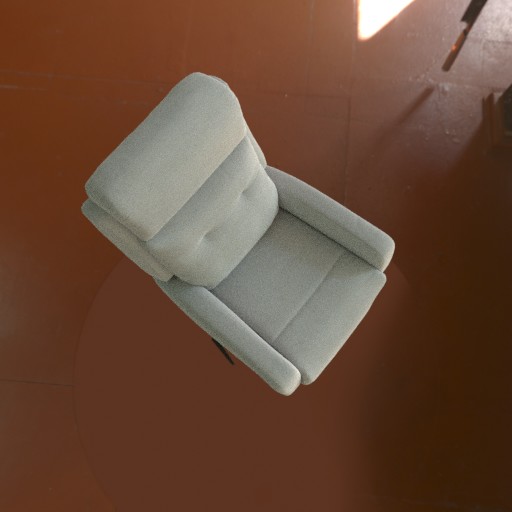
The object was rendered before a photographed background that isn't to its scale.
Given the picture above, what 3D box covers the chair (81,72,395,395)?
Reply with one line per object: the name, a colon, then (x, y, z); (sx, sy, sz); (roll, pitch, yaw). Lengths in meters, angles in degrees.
chair: (0.000, 0.000, 1.803); (1.043, 1.013, 0.798); (38, 79, 9)
